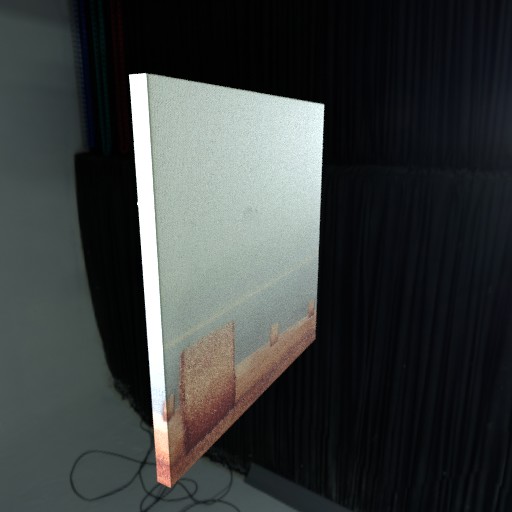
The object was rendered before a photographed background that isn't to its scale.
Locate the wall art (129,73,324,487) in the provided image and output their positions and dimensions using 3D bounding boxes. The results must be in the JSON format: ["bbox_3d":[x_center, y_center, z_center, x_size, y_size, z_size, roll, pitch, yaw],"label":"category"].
[{"bbox_3d":[0.000,0.000,1.103,0.042,0.760,0.760,8,17,28],"label":"wall art"}]
